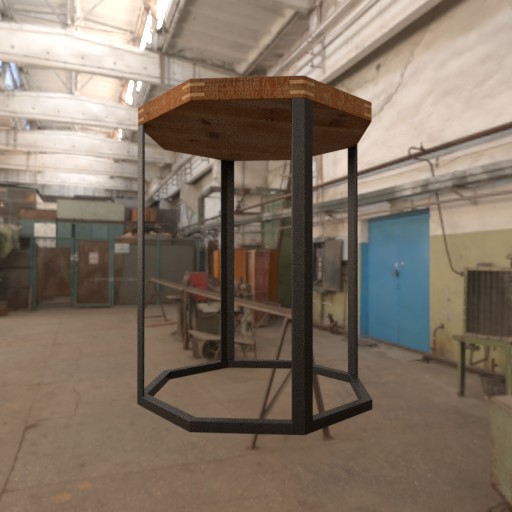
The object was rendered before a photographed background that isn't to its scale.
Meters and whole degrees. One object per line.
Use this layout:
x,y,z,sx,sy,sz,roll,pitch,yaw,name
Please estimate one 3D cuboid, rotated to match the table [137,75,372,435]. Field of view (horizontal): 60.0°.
0.000,0.000,0.885,0.458,0.543,0.458,0,0,-19,table
